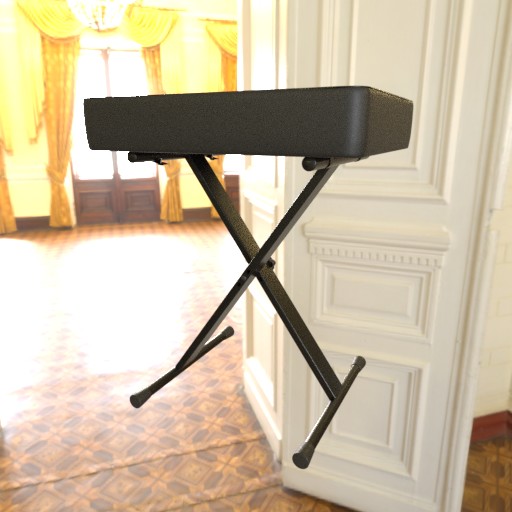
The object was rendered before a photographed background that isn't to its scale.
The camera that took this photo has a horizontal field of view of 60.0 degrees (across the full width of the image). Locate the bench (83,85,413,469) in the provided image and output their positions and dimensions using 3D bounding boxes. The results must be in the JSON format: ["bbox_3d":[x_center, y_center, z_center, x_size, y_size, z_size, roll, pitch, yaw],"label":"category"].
[{"bbox_3d":[0.000,0.000,0.752,0.424,0.500,0.321,8,18,27],"label":"bench"}]
